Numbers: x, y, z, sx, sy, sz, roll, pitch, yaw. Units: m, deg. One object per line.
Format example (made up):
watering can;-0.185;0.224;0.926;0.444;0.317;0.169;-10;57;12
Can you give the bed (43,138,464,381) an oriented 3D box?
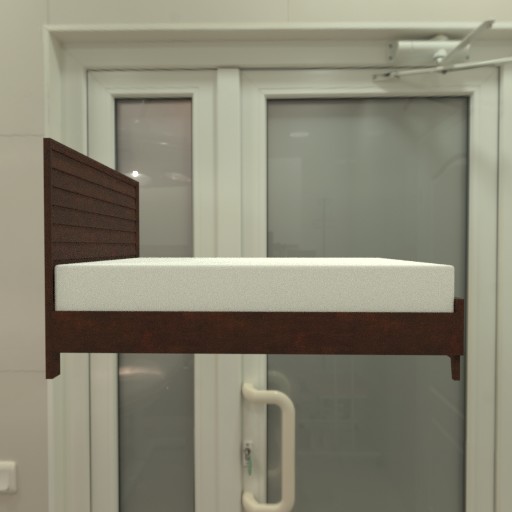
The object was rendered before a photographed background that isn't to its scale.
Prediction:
bed;0.000;0.000;3.102;2.184;1.270;1.600;0;1;2
